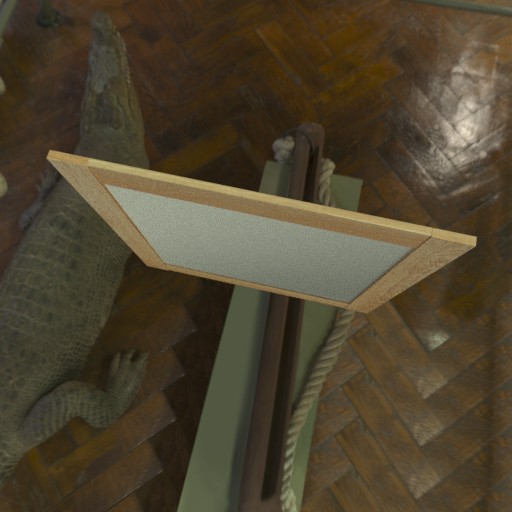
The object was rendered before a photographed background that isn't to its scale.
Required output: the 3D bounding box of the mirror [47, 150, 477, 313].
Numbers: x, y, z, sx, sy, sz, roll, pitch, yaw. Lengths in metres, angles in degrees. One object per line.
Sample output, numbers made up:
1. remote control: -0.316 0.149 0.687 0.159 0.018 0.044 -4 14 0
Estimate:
1. mirror: 0.000 0.000 1.194 0.800 0.800 0.020 12 74 3
